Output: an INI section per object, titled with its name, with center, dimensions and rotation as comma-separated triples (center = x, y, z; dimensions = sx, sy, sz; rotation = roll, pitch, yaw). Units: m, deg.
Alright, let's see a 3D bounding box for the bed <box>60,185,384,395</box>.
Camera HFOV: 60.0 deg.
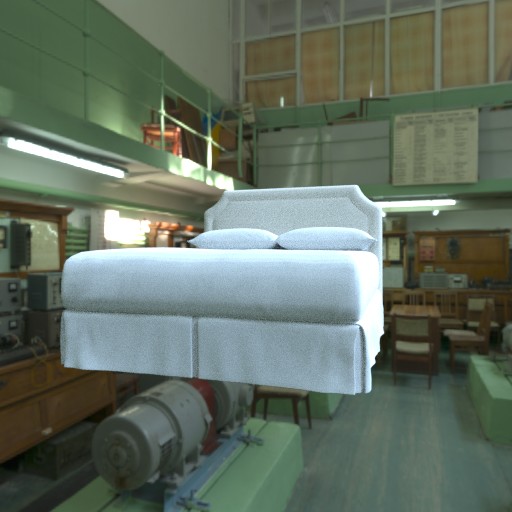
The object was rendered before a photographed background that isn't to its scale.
[bed]
center = 0.000, 0.000, 3.912
dimensions = 2.134, 1.524, 2.548
rotation = 0, 1, 18
